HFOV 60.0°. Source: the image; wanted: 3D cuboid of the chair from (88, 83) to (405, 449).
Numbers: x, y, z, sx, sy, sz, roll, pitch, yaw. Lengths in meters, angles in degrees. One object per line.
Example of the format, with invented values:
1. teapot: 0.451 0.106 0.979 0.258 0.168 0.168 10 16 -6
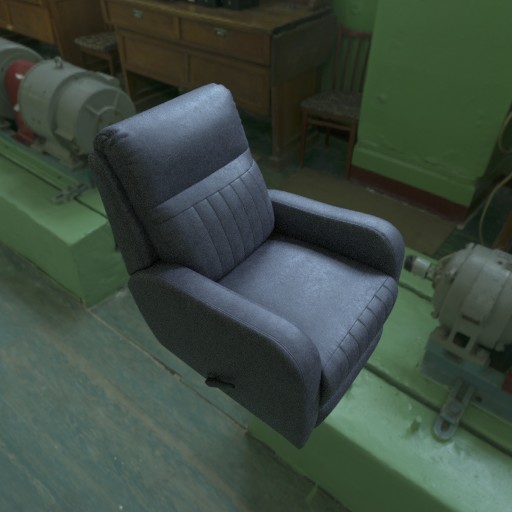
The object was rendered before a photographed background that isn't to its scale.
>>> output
1. chair: 0.000 0.000 1.814 1.067 1.067 0.865 26 47 27
